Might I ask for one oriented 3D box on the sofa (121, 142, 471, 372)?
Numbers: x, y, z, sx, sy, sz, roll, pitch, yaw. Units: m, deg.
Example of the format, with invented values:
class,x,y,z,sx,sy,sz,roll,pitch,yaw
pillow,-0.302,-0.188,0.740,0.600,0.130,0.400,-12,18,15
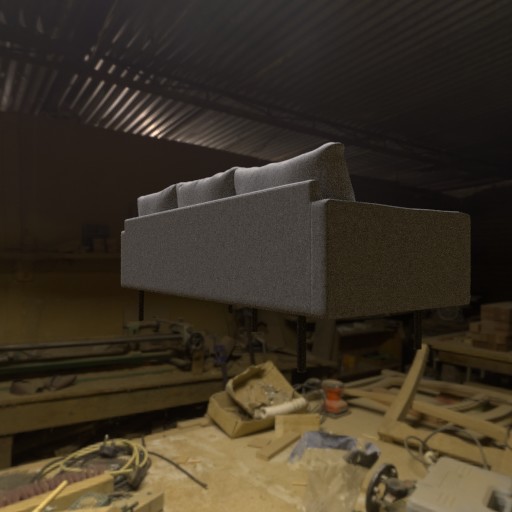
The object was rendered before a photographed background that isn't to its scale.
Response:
class,x,y,z,sx,sy,sz,roll,pitch,yaw
sofa,0.000,0.000,2.430,0.850,0.830,2.000,0,0,-35
